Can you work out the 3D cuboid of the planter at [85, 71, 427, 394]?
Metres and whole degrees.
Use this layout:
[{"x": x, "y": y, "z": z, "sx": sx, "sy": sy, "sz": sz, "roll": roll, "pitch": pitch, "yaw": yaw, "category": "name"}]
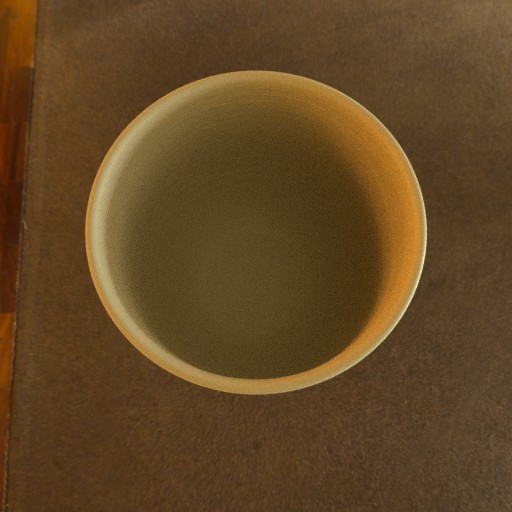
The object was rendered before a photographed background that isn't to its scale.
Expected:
[{"x": 0.000, "y": 0.000, "z": 0.293, "sx": 0.169, "sy": 0.153, "sz": 0.169, "roll": 0, "pitch": 75, "yaw": 0, "category": "planter"}]
